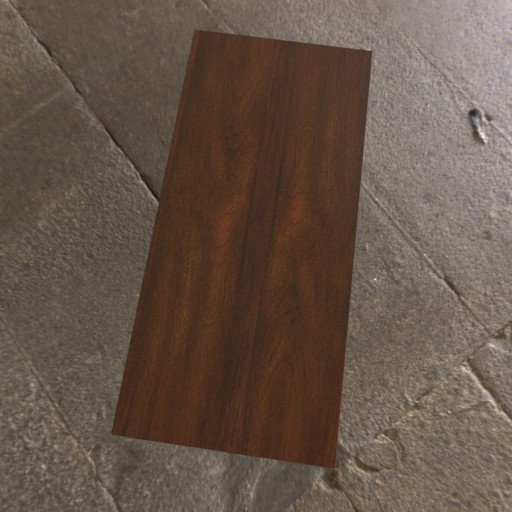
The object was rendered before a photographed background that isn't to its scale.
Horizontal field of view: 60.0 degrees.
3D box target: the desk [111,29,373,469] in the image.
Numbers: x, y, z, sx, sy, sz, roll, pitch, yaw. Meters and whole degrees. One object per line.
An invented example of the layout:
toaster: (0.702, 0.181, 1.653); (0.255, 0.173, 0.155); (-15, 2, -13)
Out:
desk: (0.000, 0.000, 2.120); (0.734, 1.031, 1.577); (8, 76, 2)
